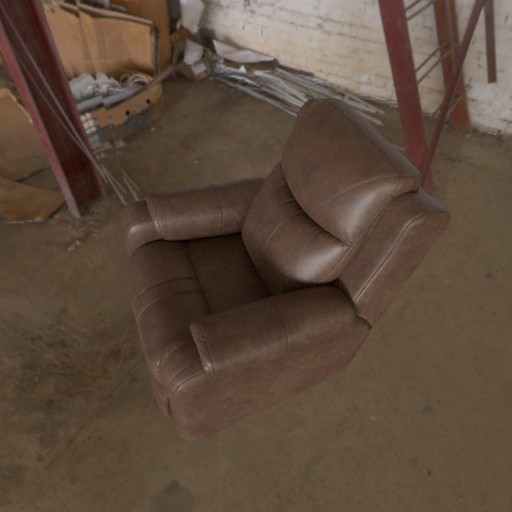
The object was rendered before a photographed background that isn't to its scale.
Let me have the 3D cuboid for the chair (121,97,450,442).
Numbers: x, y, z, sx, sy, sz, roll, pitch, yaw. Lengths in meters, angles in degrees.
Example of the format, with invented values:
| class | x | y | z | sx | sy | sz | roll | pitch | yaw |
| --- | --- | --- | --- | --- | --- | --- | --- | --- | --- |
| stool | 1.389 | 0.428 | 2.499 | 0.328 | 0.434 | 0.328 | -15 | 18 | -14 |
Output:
| class | x | y | z | sx | sy | sz | roll | pitch | yaw |
| --- | --- | --- | --- | --- | --- | --- | --- | --- | --- |
| chair | 0.000 | 0.000 | 1.792 | 1.067 | 0.990 | 0.940 | -16 | 49 | -14 |
